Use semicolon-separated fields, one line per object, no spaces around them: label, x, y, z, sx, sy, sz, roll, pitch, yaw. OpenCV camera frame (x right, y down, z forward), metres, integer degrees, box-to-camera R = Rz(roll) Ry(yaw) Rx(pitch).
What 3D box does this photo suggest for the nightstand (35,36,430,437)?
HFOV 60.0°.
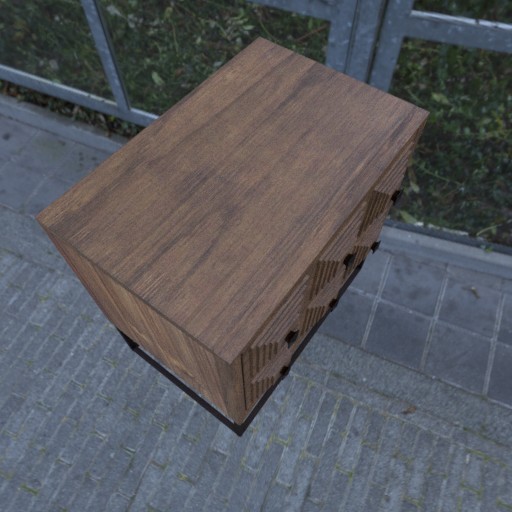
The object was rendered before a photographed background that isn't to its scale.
nightstand;0.000;0.000;1.030;0.437;0.610;0.610;32;64;18
